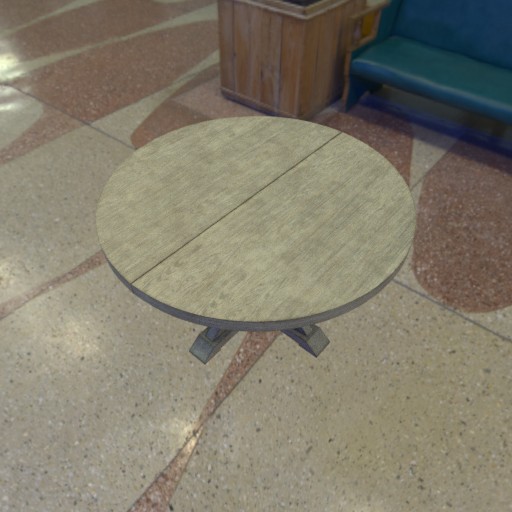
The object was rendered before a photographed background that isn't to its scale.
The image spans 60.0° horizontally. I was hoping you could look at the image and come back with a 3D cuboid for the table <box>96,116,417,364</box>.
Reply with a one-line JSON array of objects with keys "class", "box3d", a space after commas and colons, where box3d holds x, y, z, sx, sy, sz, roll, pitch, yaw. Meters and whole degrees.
[{"class": "table", "box3d": [0.000, 0.000, 2.215, 1.363, 0.781, 1.363, 0, 46, 0]}]
